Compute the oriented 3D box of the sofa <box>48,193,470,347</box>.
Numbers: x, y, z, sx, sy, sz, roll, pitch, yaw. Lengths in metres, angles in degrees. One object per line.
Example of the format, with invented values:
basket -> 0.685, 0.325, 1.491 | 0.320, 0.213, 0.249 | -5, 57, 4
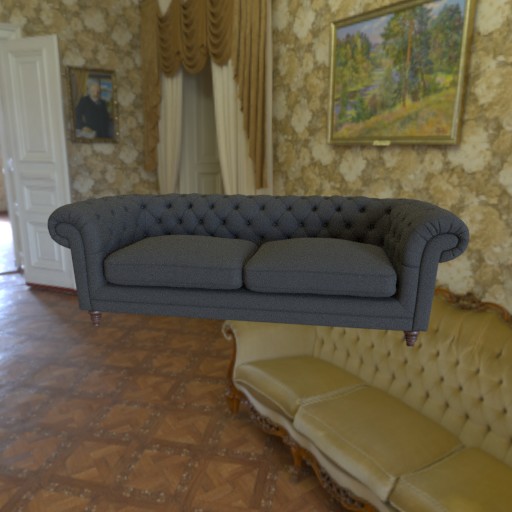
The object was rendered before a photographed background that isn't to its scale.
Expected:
sofa -> 0.000, 0.000, 2.919 | 2.362, 0.762, 0.991 | 2, 13, 9
